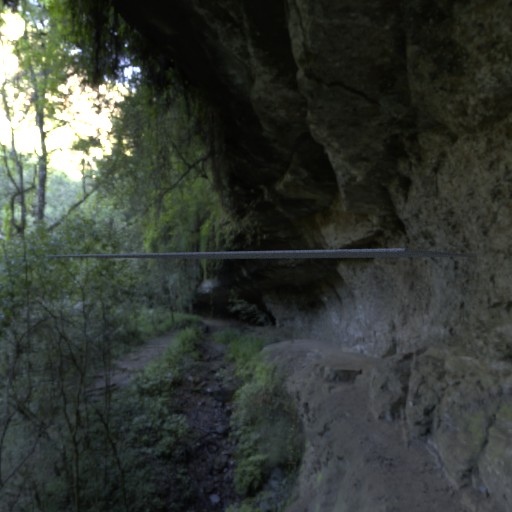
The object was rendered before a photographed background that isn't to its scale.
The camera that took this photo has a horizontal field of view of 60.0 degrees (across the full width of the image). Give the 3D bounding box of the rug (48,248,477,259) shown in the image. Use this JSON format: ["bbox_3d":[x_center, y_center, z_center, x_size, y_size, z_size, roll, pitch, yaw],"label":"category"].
[{"bbox_3d":[0.000,0.000,2.971,2.444,0.012,1.526,-1,-1,35],"label":"rug"}]
